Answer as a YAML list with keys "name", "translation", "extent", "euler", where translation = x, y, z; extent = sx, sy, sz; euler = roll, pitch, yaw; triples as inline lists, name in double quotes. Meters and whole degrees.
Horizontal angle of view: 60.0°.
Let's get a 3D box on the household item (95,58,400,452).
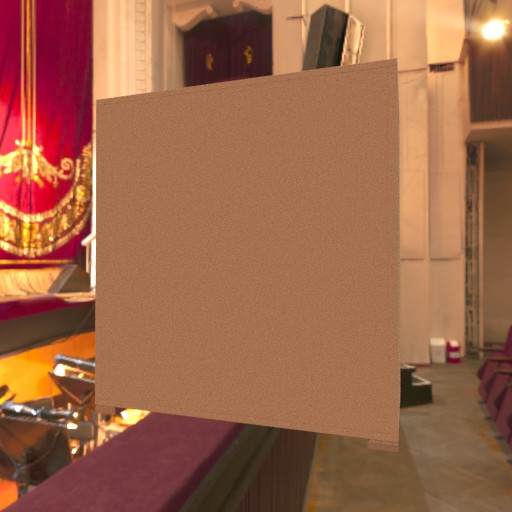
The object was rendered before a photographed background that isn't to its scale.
- name: "household item"
  translation: [0.000, 0.000, 1.303]
  extent: [0.800, 0.870, 0.420]
  euler: [0, -1, 19]
